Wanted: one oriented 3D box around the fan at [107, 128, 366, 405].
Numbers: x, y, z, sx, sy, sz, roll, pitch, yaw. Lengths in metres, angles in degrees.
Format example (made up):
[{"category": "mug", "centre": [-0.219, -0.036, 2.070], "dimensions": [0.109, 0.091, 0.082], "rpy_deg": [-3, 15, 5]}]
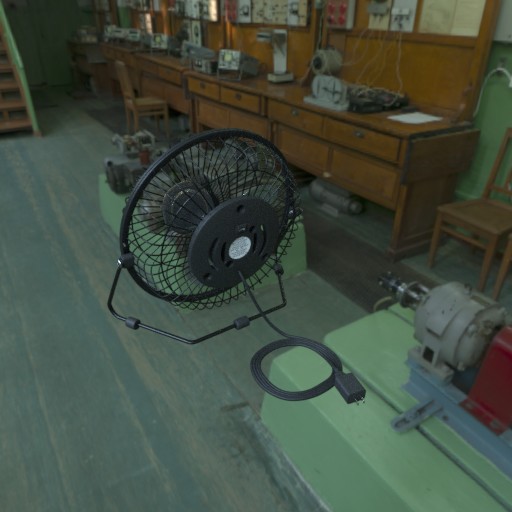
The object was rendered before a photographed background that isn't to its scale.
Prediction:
[{"category": "fan", "centre": [0.000, 0.000, 0.374], "dimensions": [0.209, 0.188, 0.227], "rpy_deg": [-19, 35, -29]}]
